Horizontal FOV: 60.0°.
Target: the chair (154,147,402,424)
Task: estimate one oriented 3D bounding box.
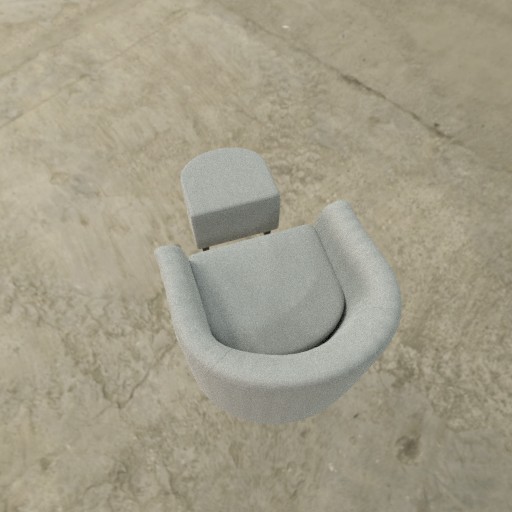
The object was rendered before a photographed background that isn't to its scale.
[{"bbox_3d":[0.000,0.000,1.797,0.756,0.757,1.288,-15,60,-9],"label":"chair"}]
